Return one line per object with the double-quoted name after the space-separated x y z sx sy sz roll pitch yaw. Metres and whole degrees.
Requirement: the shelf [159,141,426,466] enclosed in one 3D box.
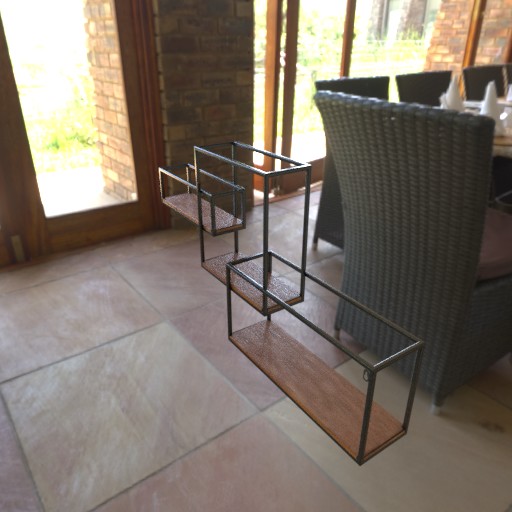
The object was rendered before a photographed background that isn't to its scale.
0.000 0.000 2.183 0.275 0.972 1.781 -17 31 -30 "shelf"
